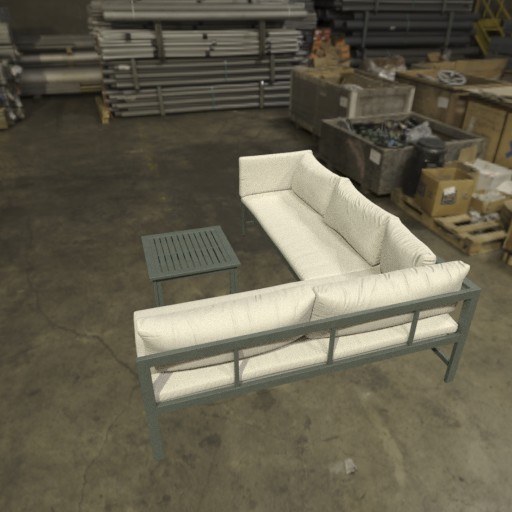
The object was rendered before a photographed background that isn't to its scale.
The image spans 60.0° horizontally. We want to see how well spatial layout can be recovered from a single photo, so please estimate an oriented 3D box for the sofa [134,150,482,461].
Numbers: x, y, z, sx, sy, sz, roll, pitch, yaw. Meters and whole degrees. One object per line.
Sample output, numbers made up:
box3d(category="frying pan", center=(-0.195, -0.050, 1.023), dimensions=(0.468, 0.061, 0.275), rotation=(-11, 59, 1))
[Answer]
box3d(category="sofa", center=(0.000, 0.000, 2.944), dimensions=(1.658, 0.758, 2.096), rotation=(-9, 31, -15))
